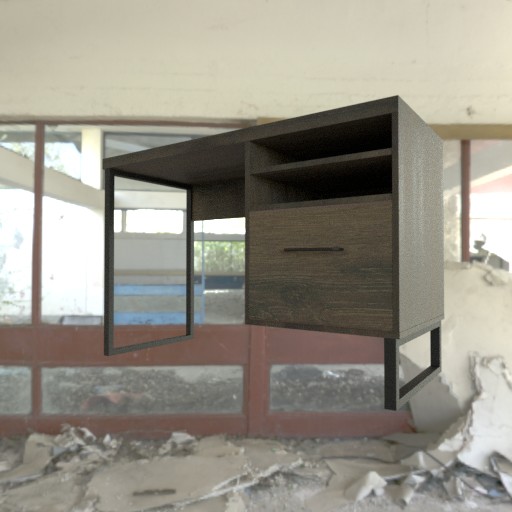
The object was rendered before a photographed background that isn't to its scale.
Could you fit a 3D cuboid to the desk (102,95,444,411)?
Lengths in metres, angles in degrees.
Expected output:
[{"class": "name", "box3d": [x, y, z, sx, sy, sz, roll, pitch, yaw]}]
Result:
[{"class": "desk", "box3d": [0.000, 0.000, 1.556, 1.134, 0.752, 0.511, -1, -1, 35]}]
